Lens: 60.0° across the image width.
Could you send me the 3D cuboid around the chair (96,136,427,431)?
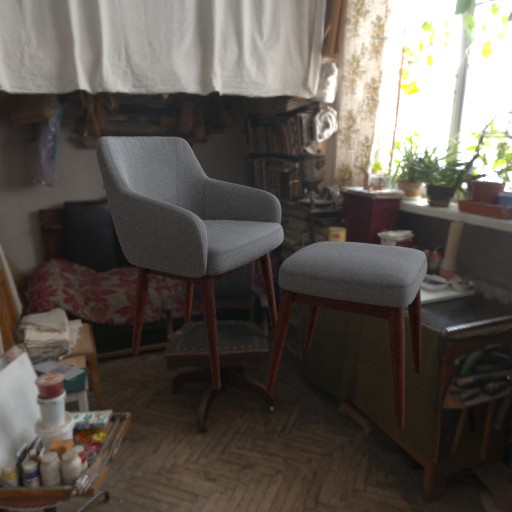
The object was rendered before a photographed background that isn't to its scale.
[{"bbox_3d":[0.000,0.000,1.531,1.107,0.799,0.584,8,17,26],"label":"chair"}]
